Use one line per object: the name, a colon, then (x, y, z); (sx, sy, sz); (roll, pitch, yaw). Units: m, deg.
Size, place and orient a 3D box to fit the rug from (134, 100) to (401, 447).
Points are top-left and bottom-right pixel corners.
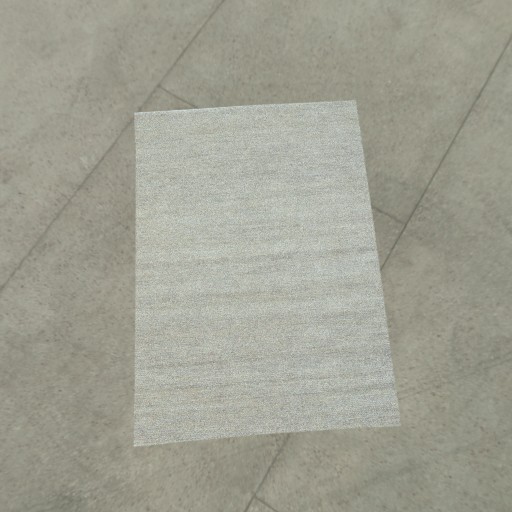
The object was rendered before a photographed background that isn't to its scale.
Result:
rug: (0.000, 0.000, 2.948); (1.624, 0.030, 2.264); (-4, 76, -1)
